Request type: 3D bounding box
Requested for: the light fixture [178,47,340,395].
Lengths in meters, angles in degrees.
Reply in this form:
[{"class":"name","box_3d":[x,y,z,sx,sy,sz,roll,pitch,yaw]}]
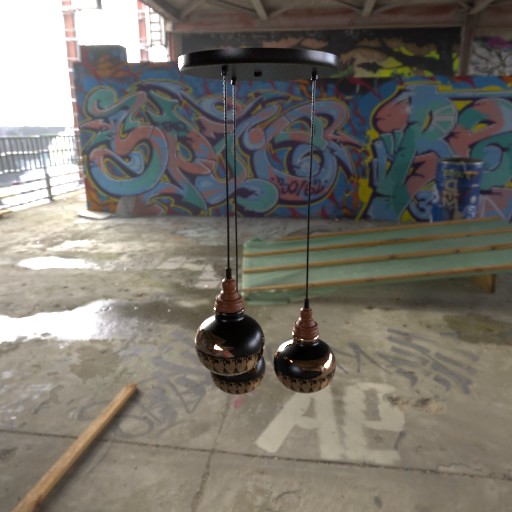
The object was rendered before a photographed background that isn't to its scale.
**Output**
[{"class":"light fixture","box_3d":[0.000,0.000,1.730,0.608,1.410,0.605,9,18,27]}]
